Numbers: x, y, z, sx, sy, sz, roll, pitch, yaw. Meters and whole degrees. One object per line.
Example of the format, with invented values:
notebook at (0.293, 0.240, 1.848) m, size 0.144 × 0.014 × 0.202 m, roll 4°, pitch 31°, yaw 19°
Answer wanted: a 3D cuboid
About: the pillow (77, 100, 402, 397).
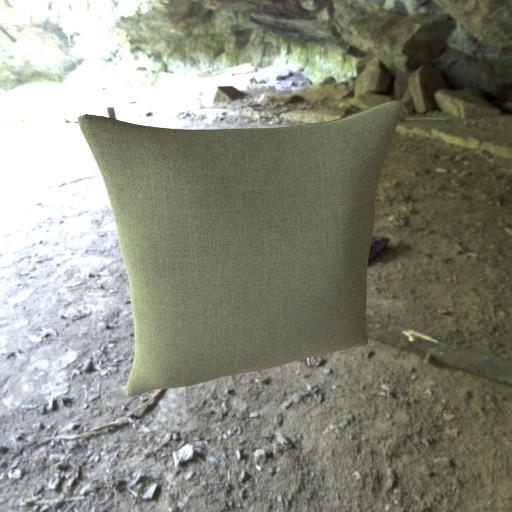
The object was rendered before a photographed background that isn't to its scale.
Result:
pillow at (0.000, 0.000, 0.667) m, size 0.435 × 0.432 × 0.138 m, roll -8°, pitch 27°, yaw -16°
